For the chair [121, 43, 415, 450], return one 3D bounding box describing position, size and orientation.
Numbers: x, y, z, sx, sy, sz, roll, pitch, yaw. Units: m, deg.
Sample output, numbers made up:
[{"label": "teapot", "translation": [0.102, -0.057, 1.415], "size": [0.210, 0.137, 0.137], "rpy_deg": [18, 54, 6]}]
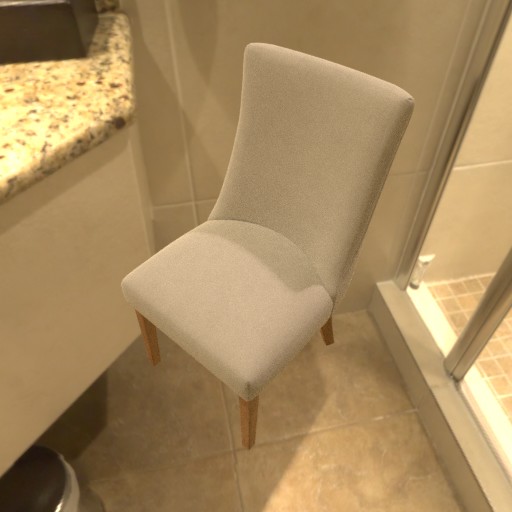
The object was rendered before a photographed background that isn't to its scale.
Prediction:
[{"label": "chair", "translation": [0.000, 0.000, 1.235], "size": [0.495, 0.902, 0.610], "rpy_deg": [32, 54, 27]}]
